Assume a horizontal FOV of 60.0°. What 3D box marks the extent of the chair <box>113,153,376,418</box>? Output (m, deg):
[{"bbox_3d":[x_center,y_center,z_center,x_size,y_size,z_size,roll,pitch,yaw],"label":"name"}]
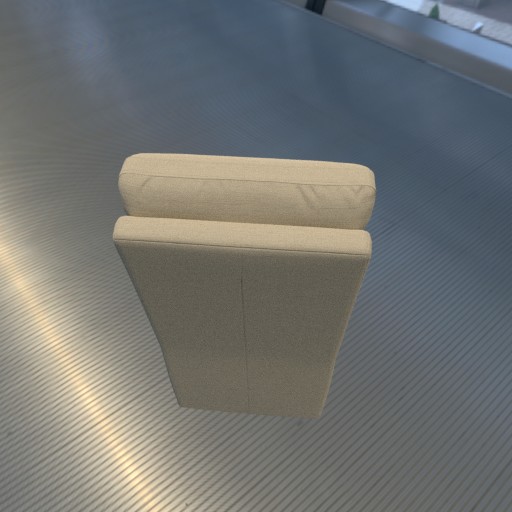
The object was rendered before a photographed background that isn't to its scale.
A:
[{"bbox_3d":[0.000,0.000,1.311,0.503,0.927,0.698,4,47,3],"label":"chair"}]
